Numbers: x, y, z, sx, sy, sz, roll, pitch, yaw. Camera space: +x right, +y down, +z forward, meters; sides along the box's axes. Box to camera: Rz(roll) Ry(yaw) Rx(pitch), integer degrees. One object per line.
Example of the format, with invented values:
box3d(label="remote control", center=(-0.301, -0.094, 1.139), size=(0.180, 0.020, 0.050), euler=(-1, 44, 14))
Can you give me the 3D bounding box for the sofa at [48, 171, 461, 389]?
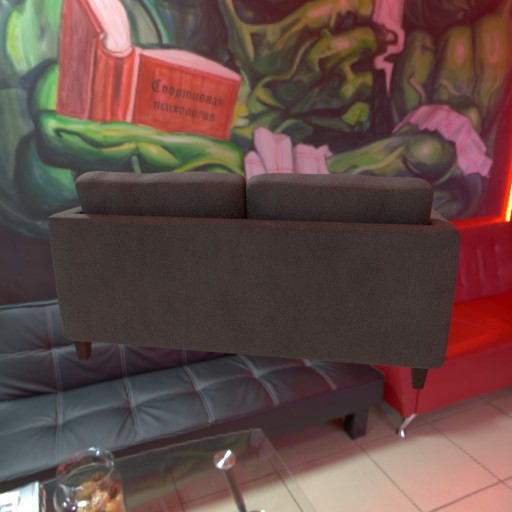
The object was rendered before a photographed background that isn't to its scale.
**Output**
box3d(label="sofa", center=(0.000, 0.000, 2.459), size=(1.884, 0.963, 0.950), euler=(3, 16, 9))
